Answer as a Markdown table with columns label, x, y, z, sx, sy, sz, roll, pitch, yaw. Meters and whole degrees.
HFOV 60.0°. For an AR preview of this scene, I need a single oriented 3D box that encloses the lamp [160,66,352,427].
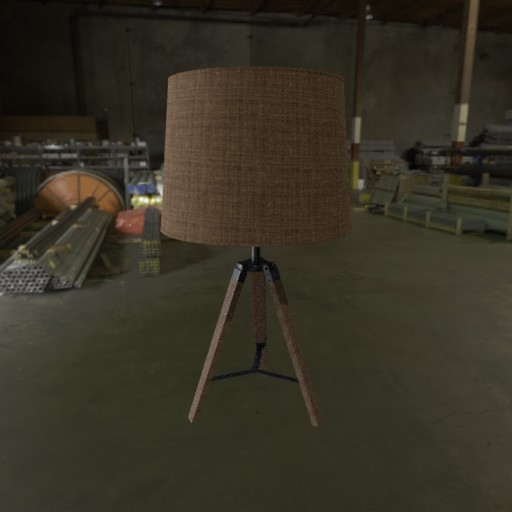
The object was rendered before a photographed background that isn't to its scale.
| label | x | y | z | sx | sy | sz | roll | pitch | yaw |
| --- | --- | --- | --- | --- | --- | --- | --- | --- | --- |
| lamp | 0.000 | 0.000 | 0.696 | 0.290 | 0.514 | 0.290 | 0 | 14 | 0 |
